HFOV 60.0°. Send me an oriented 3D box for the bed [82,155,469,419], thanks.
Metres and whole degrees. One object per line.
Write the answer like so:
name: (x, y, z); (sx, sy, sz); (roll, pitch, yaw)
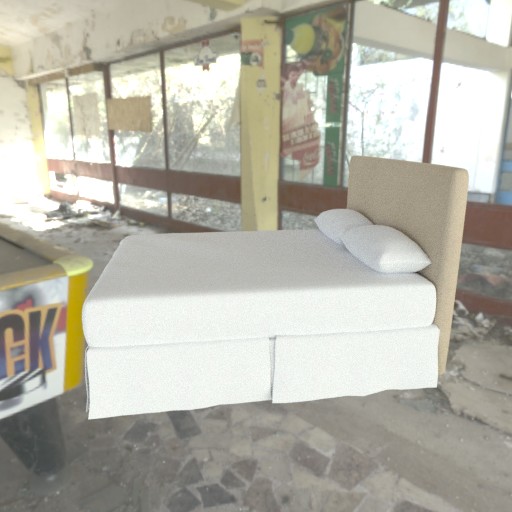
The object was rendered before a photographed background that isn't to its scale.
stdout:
bed: (0.000, 0.000, 3.160); (2.142, 1.330, 1.723); (-2, 15, -8)
